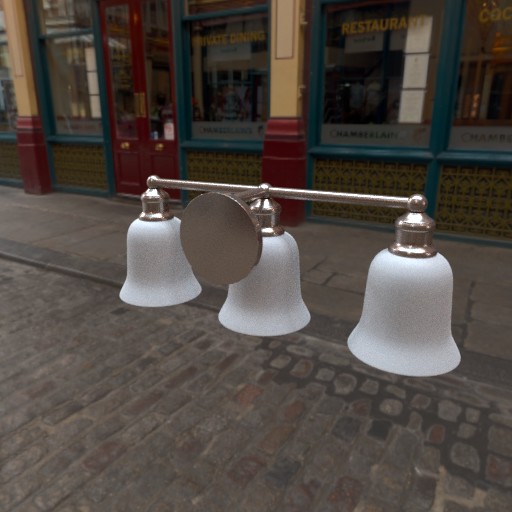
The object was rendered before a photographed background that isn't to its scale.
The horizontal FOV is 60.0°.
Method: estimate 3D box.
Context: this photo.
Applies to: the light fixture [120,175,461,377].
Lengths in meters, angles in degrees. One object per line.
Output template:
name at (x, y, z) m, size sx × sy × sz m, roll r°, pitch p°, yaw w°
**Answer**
light fixture at (0.000, 0.000, 0.649) m, size 0.570 × 0.211 × 0.198 m, roll 9°, pitch 19°, yaw 28°
